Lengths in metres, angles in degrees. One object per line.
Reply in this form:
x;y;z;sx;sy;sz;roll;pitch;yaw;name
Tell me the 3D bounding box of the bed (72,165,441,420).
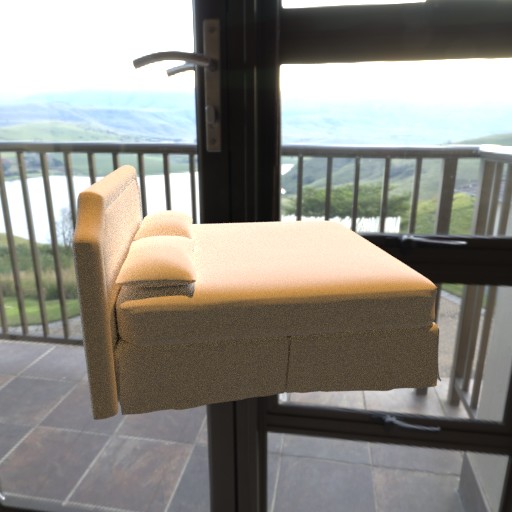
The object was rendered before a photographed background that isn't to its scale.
0.000;0.000;3.500;2.204;1.301;2.160;-2;17;-8;bed
